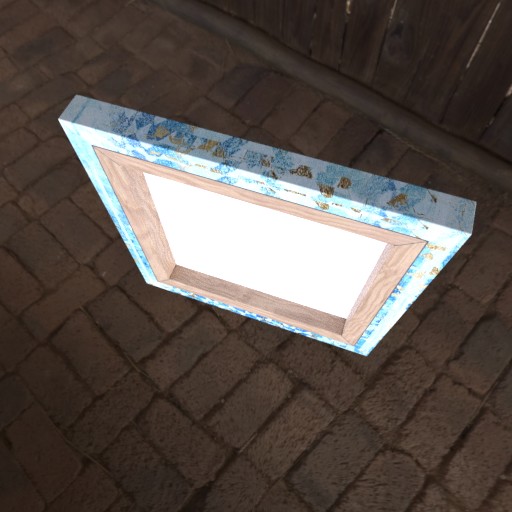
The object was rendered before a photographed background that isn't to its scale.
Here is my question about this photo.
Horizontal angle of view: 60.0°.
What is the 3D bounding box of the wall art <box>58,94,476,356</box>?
[{"bbox_3d":[0.000,0.000,0.599,0.405,0.405,0.037,17,64,9],"label":"wall art"}]
